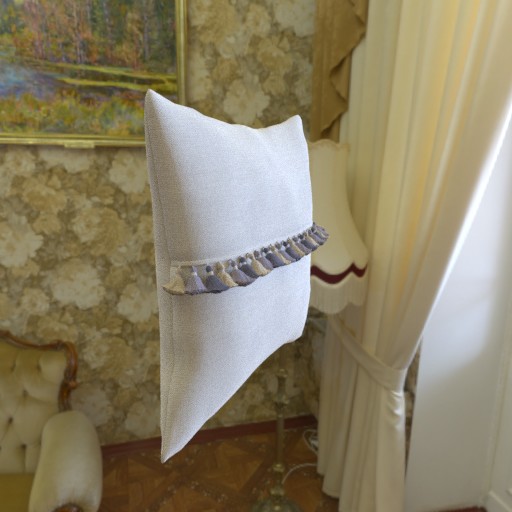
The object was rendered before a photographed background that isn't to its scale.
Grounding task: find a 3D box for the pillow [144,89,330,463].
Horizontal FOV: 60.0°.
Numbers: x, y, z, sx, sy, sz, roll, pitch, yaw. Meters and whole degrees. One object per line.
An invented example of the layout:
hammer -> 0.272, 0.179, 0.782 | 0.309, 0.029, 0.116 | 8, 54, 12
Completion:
pillow -> 0.000, 0.000, 0.746 | 0.165, 0.481, 0.489 | 7, 15, 27
